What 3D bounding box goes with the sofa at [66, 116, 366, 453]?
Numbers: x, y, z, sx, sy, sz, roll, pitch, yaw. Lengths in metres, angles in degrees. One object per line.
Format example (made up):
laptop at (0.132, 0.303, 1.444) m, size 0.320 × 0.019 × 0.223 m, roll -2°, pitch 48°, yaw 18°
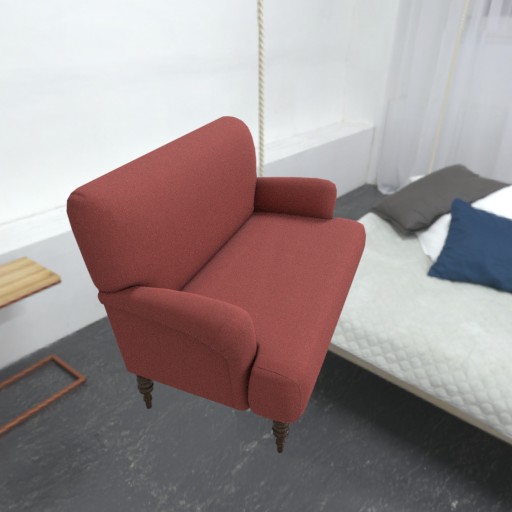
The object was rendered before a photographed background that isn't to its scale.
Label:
sofa at (0.000, 0.000, 1.874) m, size 0.779 × 0.889 × 1.297 m, roll 11°, pitch 32°, yaw 18°
